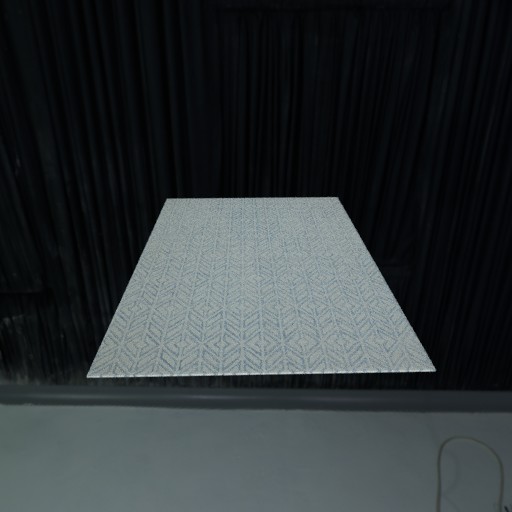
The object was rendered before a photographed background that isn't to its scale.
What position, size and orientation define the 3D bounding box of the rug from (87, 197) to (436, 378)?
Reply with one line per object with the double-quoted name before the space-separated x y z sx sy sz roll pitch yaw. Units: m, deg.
"rug" 0.000 0.000 2.362 1.220 0.008 1.824 -1 27 -1
